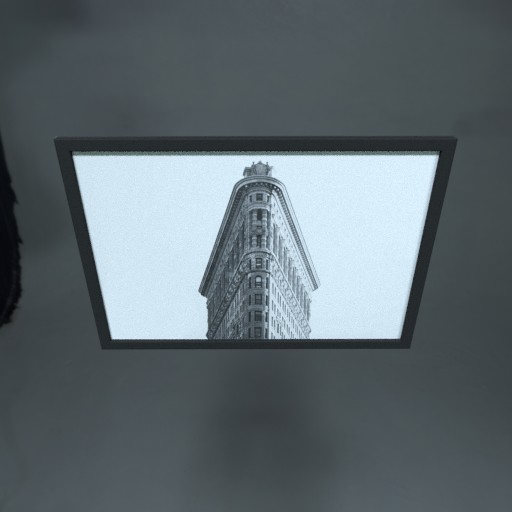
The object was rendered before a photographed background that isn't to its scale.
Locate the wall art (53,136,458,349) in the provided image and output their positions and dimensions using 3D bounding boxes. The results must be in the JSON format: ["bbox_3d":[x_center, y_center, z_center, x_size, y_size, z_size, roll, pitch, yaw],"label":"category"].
[{"bbox_3d":[0.000,0.000,1.230,0.964,0.659,0.049,1,30,1],"label":"wall art"}]
